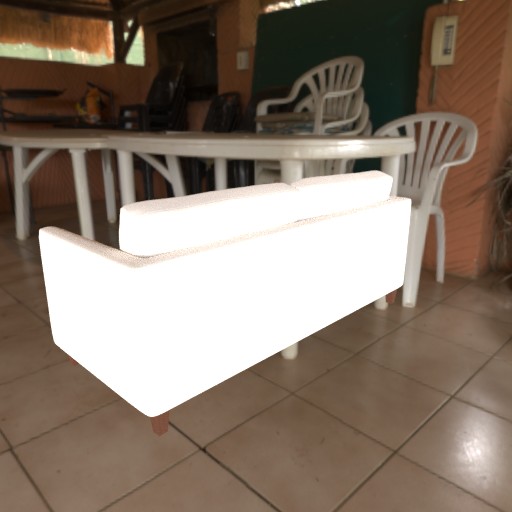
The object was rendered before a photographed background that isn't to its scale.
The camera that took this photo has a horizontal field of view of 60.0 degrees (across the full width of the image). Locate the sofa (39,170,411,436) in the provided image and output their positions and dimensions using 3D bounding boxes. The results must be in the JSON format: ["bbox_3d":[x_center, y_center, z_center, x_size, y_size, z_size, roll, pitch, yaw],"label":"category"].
[{"bbox_3d":[0.000,0.000,2.633,0.924,0.933,2.139,16,23,42],"label":"sofa"}]
